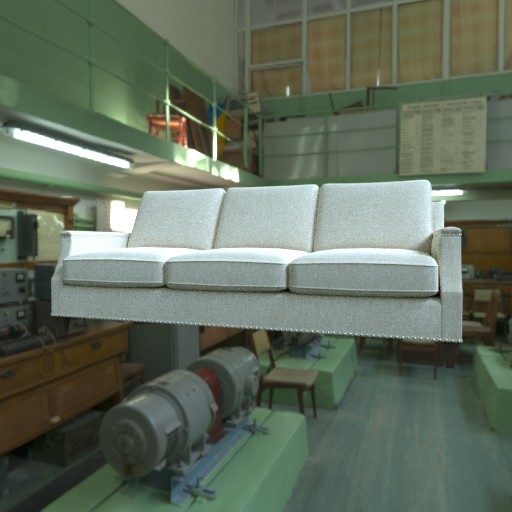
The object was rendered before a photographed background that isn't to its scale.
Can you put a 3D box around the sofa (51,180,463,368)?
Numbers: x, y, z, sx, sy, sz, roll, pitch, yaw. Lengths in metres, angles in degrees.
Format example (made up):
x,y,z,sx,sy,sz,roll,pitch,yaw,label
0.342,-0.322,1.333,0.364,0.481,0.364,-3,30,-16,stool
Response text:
x,y,z,sx,sy,sz,roll,pitch,yaw,label
0.000,0.000,2.719,2.210,0.940,1.041,1,2,18,sofa
